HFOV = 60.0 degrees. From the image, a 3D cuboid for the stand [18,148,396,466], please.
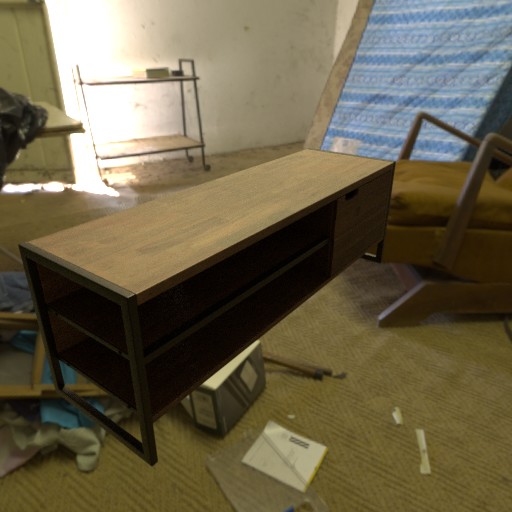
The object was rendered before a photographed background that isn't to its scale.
[{"bbox_3d":[0.000,0.000,1.684,0.454,0.506,1.480,18,31,33],"label":"stand"}]
